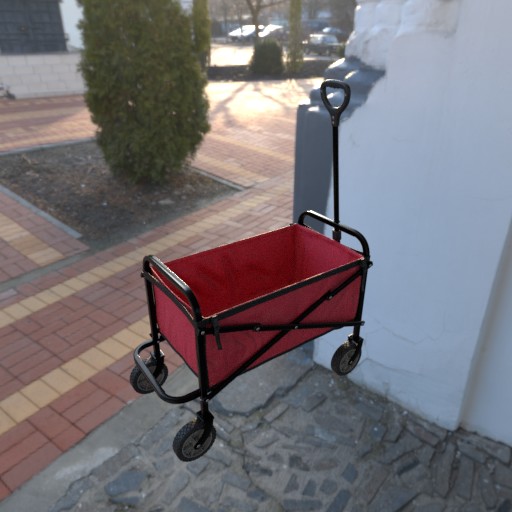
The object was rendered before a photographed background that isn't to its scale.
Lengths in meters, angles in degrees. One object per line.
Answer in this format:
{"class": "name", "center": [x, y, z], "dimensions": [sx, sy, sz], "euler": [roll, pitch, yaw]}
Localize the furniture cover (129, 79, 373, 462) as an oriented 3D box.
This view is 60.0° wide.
{"class": "furniture cover", "center": [0.000, 0.000, 1.799], "dimensions": [1.038, 1.295, 0.532], "euler": [-18, 32, -31]}
